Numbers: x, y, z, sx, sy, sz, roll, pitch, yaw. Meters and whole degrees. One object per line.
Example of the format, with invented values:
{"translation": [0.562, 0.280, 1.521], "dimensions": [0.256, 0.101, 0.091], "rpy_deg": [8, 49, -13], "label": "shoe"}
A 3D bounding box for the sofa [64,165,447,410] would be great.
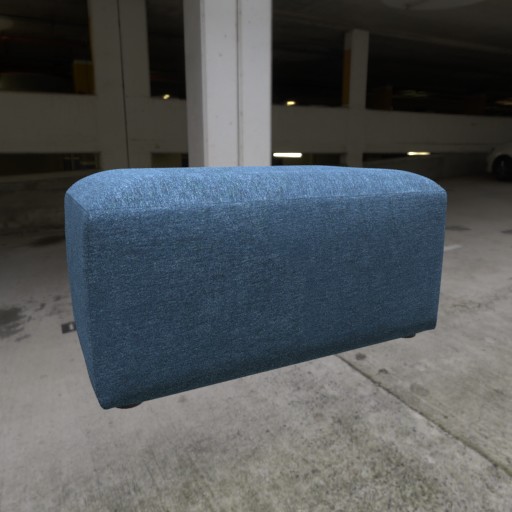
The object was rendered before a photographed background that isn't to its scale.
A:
{"translation": [0.000, 0.000, 1.213], "dimensions": [0.930, 0.470, 0.480], "rpy_deg": [-7, 15, -26], "label": "sofa"}
